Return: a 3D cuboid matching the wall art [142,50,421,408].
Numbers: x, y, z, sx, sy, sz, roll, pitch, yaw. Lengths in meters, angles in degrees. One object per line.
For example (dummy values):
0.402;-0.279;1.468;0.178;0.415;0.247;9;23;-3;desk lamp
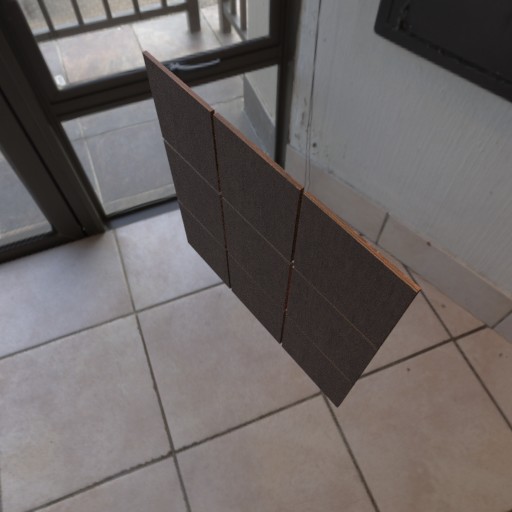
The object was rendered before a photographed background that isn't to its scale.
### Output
0.000;0.000;1.370;0.013;0.914;0.915;-36;65;-19;wall art
